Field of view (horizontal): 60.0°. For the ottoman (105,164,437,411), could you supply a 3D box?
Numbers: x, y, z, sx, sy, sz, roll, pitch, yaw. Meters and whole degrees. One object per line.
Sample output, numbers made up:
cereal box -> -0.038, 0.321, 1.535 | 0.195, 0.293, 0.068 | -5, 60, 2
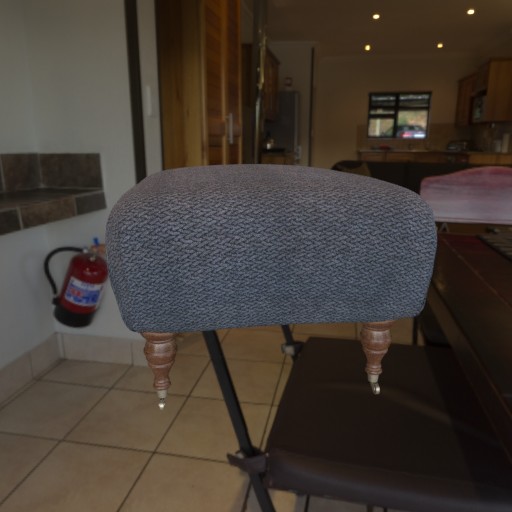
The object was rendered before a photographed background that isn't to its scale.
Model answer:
ottoman -> 0.000, 0.000, 1.131 | 0.622, 0.450, 0.747 | -2, 14, -8
